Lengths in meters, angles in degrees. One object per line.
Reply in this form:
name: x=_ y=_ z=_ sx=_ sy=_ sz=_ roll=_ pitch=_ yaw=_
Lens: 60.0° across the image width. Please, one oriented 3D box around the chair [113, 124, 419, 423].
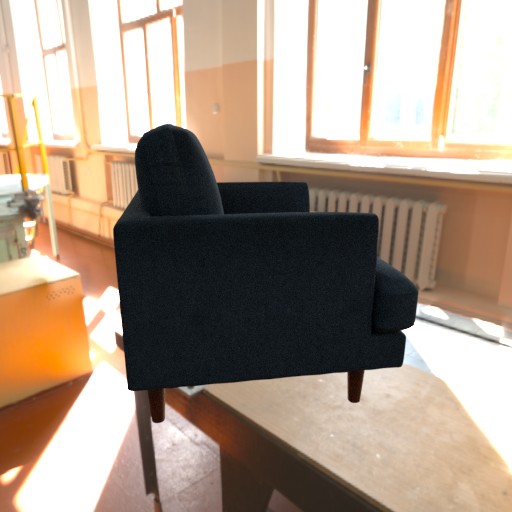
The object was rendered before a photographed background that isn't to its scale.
chair: x=0.000 y=0.000 z=1.673 sx=0.899 sy=0.957 sz=0.858 roll=-3 pitch=17 yaw=-9
